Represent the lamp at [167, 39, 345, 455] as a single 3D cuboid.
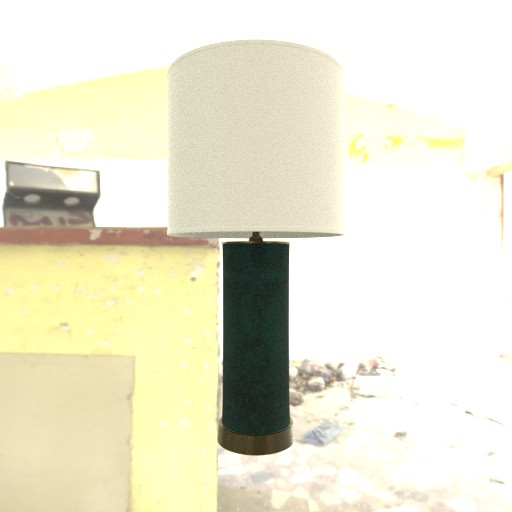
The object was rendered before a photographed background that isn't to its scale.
[{"bbox_3d":[0.000,0.000,0.765,0.301,0.630,0.301,0,0,17],"label":"lamp"}]
